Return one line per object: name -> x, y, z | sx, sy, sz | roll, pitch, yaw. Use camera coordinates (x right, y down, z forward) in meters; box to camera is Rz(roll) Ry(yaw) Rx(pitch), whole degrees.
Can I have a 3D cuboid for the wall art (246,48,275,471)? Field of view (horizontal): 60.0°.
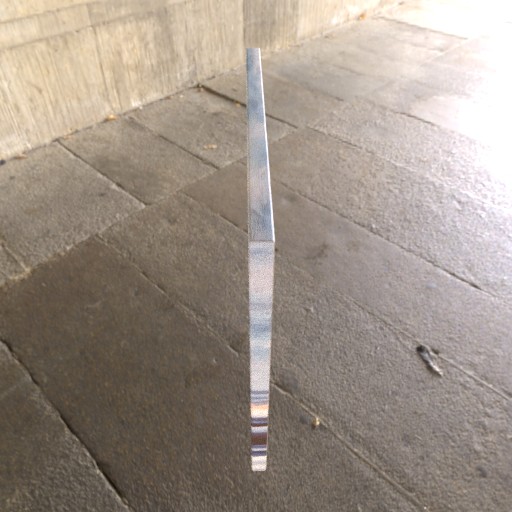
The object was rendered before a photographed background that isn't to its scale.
wall art -> 0.000, 0.000, 1.104 | 0.035, 0.747, 0.747 | -1, 43, -1
